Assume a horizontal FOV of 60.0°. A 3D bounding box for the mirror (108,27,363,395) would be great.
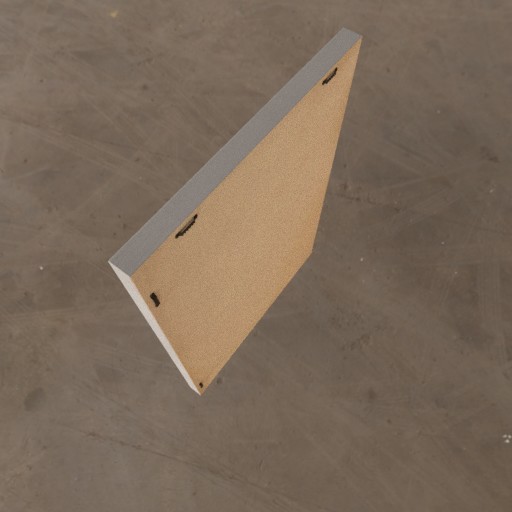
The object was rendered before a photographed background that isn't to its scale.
[{"bbox_3d":[0.000,0.000,0.902,0.039,0.710,0.507,33,67,16],"label":"mirror"}]
